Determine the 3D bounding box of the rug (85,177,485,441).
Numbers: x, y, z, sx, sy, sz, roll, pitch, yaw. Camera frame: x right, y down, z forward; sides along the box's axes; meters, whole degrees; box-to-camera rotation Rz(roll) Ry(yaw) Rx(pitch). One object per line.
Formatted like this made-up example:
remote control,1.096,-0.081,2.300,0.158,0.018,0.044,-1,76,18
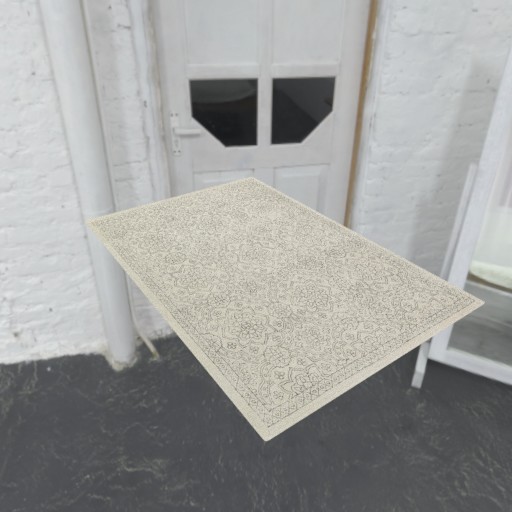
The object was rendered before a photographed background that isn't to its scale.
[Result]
rug,0.000,0.000,2.894,1.524,0.011,2.286,-20,37,-29
